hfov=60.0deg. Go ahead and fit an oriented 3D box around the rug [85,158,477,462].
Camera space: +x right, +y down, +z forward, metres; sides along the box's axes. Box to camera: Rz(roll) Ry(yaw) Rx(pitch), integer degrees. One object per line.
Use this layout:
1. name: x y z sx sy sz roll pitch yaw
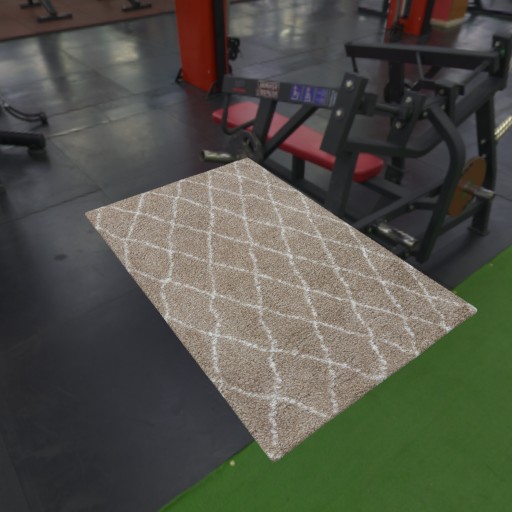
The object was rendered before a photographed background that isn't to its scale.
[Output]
1. rug: 0.000 0.000 3.490 1.778 0.030 2.743 -25 46 -27
